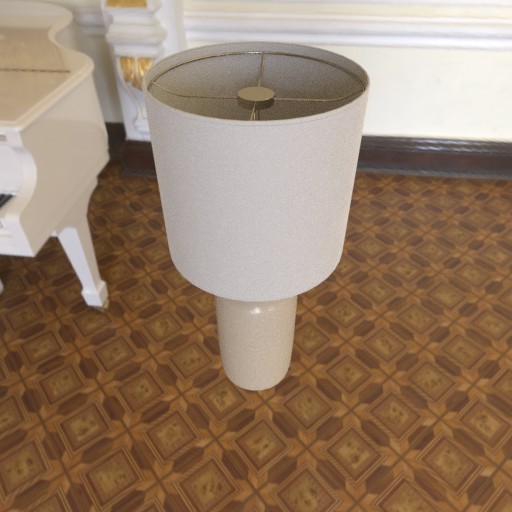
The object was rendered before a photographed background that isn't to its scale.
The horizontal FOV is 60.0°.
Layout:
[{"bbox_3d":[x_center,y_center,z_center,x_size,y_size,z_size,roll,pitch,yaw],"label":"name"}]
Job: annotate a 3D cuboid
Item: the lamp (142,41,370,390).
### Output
[{"bbox_3d":[0.000,0.000,0.591,0.220,0.475,0.220,13,43,14],"label":"lamp"}]
